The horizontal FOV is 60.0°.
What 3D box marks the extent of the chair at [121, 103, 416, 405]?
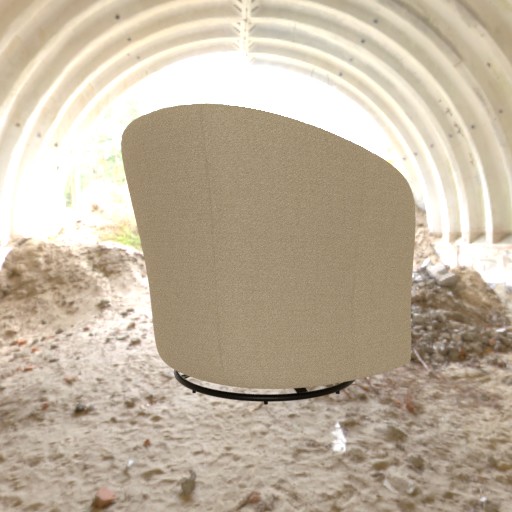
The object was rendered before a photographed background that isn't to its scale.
[{"bbox_3d":[0.000,0.000,1.432,0.815,0.771,0.791,-1,2,-37],"label":"chair"}]
